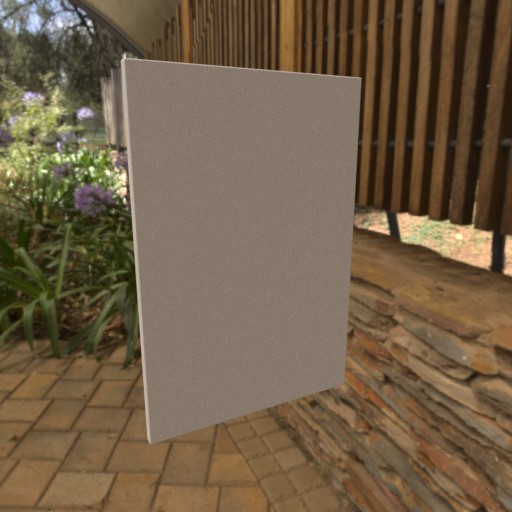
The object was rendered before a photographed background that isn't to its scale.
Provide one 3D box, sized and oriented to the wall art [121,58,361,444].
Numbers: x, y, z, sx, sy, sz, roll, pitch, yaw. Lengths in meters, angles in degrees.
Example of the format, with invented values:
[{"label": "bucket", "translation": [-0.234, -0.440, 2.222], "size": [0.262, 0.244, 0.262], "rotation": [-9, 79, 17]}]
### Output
[{"label": "wall art", "translation": [0.000, 0.000, 1.040], "size": [0.556, 0.813, 0.026], "rotation": [-8, 16, -27]}]
